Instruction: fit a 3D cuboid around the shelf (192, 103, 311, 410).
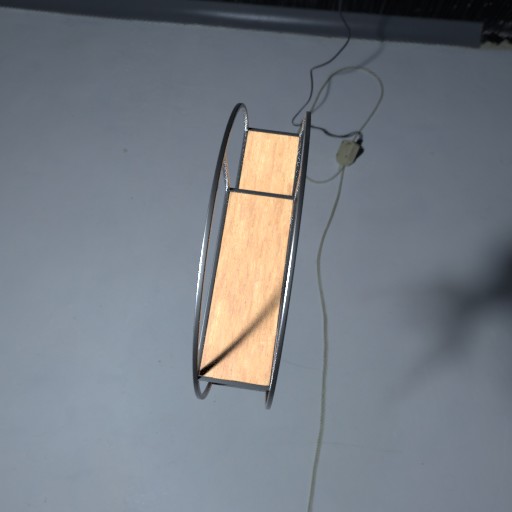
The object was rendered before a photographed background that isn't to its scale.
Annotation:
[{"bbox_3d":[0.000,0.000,1.384,0.202,0.888,0.888,8,75,2],"label":"shelf"}]
